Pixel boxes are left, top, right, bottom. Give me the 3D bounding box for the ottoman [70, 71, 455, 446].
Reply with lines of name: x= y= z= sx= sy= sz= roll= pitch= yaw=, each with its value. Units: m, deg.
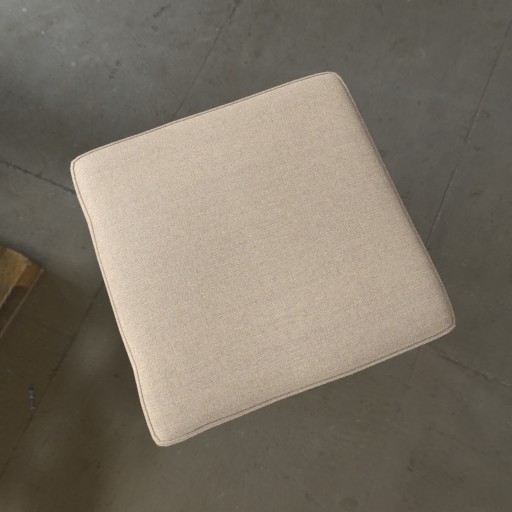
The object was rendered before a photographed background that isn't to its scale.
ottoman: x=0.000 y=0.000 z=1.363 sx=0.838 sy=0.481 sz=0.838 roll=-20 pitch=78 yaw=-5
